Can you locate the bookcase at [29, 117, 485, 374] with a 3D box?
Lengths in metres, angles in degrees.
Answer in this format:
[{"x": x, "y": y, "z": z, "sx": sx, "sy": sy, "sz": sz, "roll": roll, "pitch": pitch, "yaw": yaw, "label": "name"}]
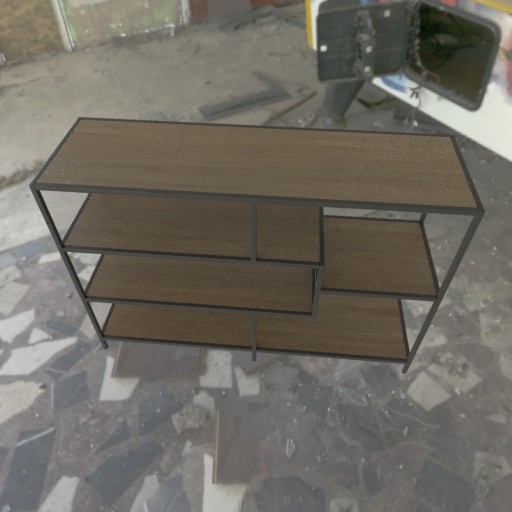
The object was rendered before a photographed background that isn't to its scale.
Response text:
[{"x": 0.000, "y": 0.000, "z": 1.502, "sx": 1.140, "sy": 0.780, "sz": 0.350, "roll": 4, "pitch": 46, "yaw": 4, "label": "bookcase"}]
